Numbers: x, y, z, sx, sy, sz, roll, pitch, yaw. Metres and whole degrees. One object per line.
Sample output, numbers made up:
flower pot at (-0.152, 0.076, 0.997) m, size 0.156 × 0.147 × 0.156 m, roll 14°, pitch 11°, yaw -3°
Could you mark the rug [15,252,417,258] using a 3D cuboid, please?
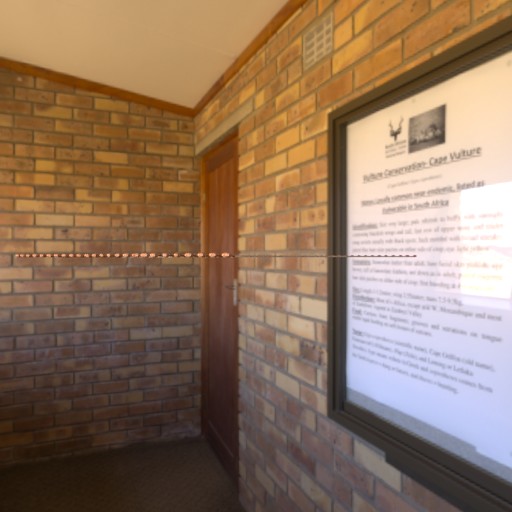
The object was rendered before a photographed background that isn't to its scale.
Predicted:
rug at (0.000, 0.000, 2.515) m, size 1.232 × 0.017 × 2.092 m, roll 0°, pitch 0°, yaw 35°
